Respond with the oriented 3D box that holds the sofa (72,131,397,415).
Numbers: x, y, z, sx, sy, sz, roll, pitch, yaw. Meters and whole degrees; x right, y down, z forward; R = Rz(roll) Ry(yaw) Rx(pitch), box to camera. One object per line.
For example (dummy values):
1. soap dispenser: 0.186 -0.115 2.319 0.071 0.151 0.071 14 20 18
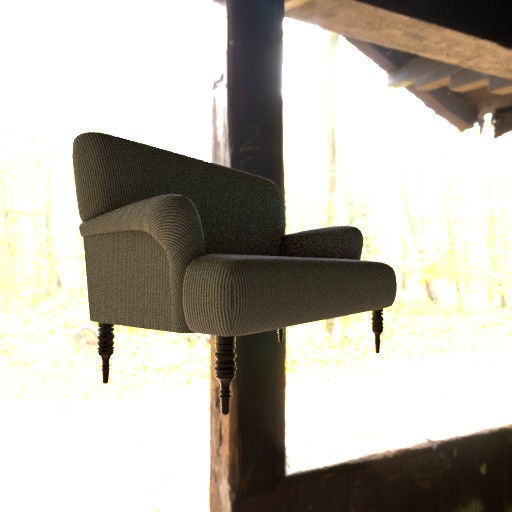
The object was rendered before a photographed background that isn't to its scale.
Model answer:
1. sofa: 0.000 0.000 1.817 0.779 0.889 1.297 -1 -2 37
